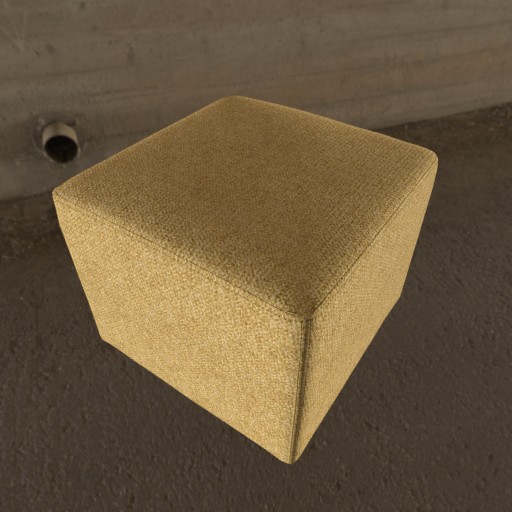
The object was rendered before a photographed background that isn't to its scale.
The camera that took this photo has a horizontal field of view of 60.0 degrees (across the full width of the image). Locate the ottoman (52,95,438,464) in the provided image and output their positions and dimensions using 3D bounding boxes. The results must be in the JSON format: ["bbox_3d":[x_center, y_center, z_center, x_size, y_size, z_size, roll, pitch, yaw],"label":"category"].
[{"bbox_3d":[0.000,0.000,0.900,0.505,0.441,0.512,25,47,25],"label":"ottoman"}]
